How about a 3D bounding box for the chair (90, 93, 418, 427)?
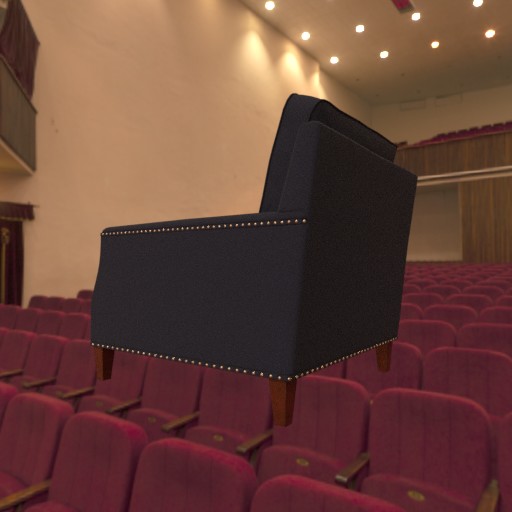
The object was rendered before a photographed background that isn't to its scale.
[{"bbox_3d":[0.000,0.000,1.750,1.014,0.943,0.853,-1,-2,36],"label":"chair"}]
